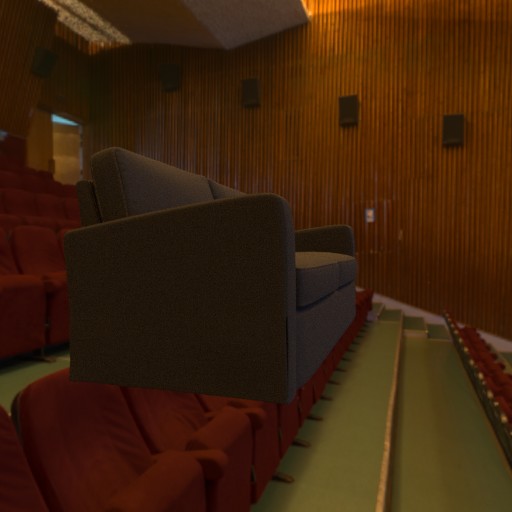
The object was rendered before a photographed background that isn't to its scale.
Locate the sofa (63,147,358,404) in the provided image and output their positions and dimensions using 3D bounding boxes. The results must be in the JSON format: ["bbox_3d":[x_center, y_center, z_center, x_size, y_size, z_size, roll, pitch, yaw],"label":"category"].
[{"bbox_3d":[0.000,0.000,2.275,0.898,0.839,1.852,0,1,19],"label":"sofa"}]
